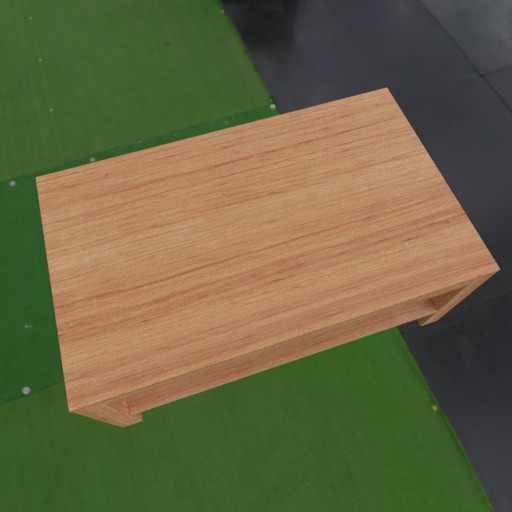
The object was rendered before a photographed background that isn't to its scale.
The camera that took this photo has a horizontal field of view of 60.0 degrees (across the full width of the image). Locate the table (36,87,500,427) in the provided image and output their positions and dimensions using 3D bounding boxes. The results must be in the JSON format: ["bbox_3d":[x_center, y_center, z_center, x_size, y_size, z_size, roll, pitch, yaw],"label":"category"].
[{"bbox_3d":[0.000,0.000,1.454,1.146,0.457,0.695,-17,66,-8],"label":"table"}]
